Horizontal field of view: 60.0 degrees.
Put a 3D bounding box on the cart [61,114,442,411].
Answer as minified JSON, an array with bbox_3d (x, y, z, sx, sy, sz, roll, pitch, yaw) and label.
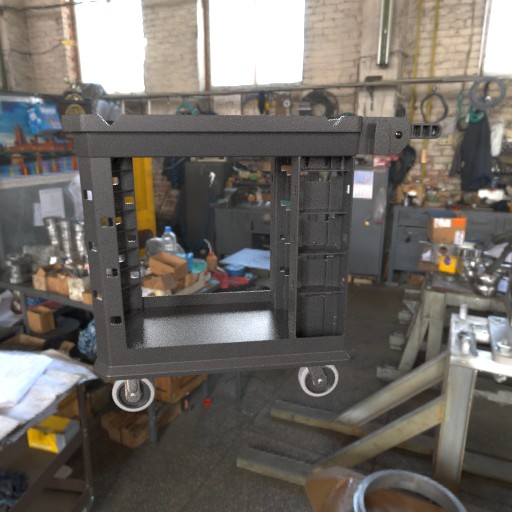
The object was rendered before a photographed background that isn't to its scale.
[{"bbox_3d":[0.000,0.000,1.496,1.061,0.884,0.497,-2,15,-8],"label":"cart"}]
